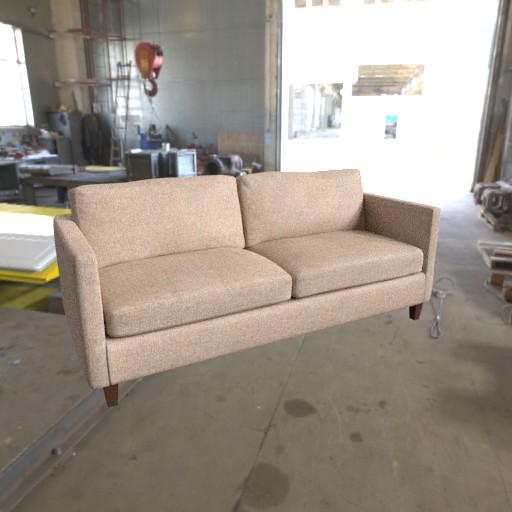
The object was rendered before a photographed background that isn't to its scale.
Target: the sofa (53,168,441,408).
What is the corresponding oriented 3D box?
[{"bbox_3d":[0.000,0.000,2.755,2.208,0.965,0.951,-9,19,-27],"label":"sofa"}]
